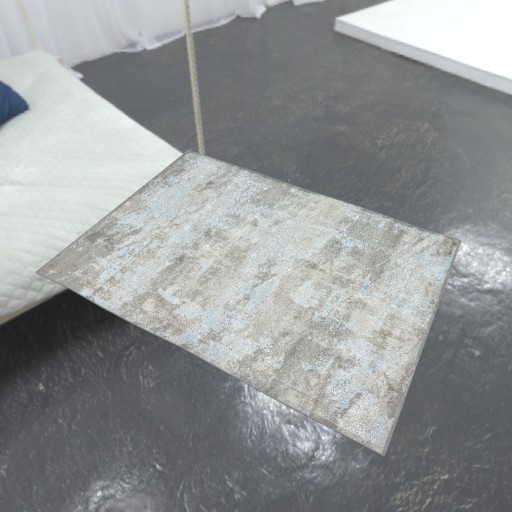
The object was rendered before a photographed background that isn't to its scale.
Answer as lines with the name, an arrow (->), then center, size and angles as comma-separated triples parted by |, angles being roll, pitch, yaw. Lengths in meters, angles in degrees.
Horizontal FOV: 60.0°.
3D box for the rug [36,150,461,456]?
rug -> 0.000, 0.000, 4.215 | 3.307, 0.013, 2.393 | 22, 49, 20
